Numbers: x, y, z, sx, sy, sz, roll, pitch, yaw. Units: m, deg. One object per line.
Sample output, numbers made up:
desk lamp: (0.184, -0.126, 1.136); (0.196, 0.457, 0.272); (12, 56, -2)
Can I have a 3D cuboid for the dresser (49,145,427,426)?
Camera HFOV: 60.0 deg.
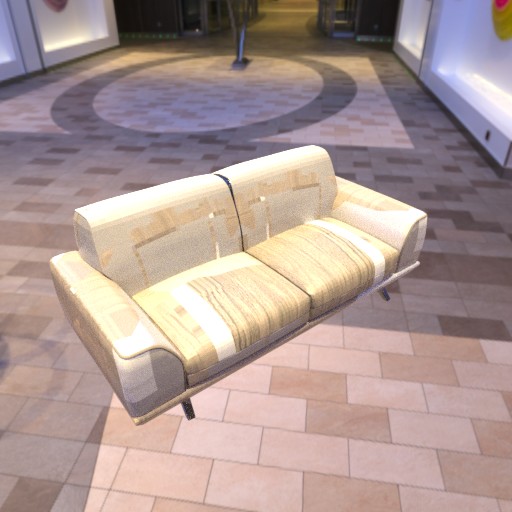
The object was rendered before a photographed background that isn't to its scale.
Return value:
dresser: (0.000, 0.000, 5.946); (4.679, 1.863, 2.251); (-23, 38, -32)
